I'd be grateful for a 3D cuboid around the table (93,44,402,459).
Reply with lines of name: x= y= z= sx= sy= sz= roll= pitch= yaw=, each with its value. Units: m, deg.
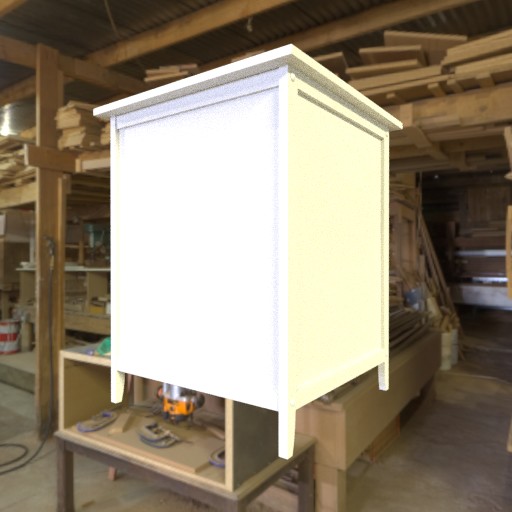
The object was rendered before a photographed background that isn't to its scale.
table: x=0.000 y=0.000 z=0.767 sx=0.381 sy=0.483 sz=0.381 roll=0 pitch=0 yaw=36
